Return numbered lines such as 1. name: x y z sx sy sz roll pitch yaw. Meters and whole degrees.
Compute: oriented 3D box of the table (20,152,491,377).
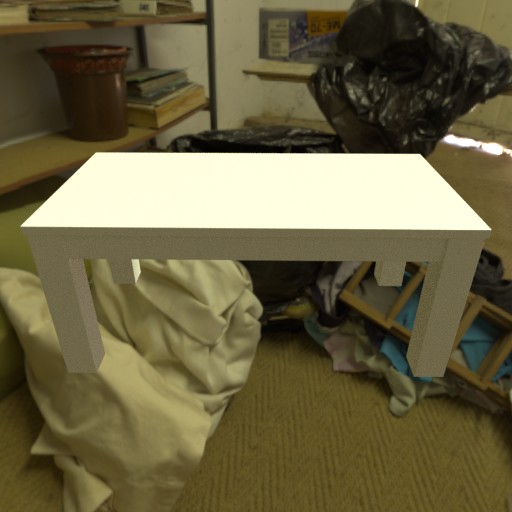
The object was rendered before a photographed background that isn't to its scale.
1. table: 0.000 0.000 2.279 1.800 0.790 0.900 0 31 1
